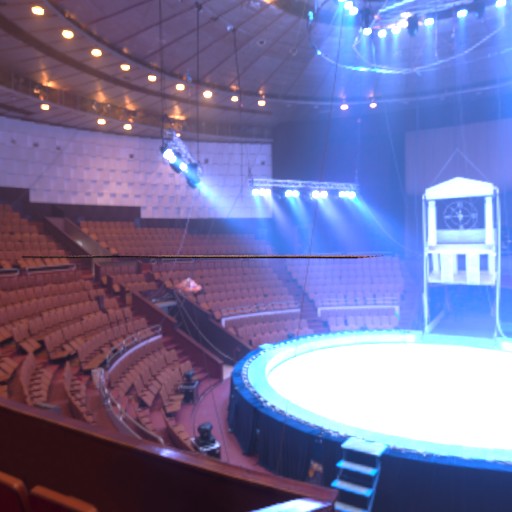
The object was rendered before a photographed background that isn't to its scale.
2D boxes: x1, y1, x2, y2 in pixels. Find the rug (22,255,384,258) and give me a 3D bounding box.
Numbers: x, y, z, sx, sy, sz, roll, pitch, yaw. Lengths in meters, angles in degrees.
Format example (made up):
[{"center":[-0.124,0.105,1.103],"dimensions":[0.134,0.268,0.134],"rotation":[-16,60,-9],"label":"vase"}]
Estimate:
[{"center":[0.000,0.000,2.906],"dimensions":[1.522,0.010,2.311],"rotation":[0,0,18],"label":"rug"}]
